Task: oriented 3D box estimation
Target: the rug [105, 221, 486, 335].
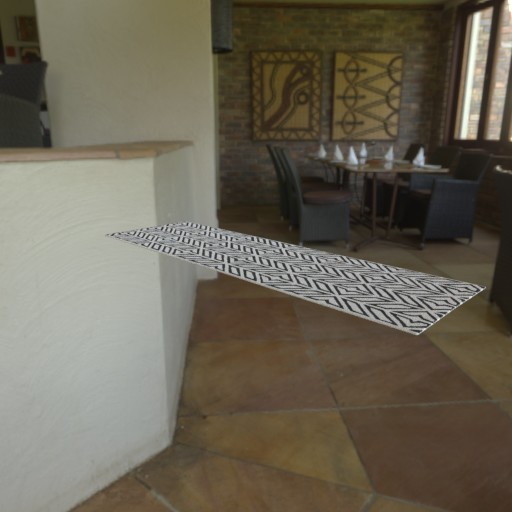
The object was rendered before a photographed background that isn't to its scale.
[{"bbox_3d":[0.000,0.000,2.744,2.435,0.009,0.750,15,21,42],"label":"rug"}]
